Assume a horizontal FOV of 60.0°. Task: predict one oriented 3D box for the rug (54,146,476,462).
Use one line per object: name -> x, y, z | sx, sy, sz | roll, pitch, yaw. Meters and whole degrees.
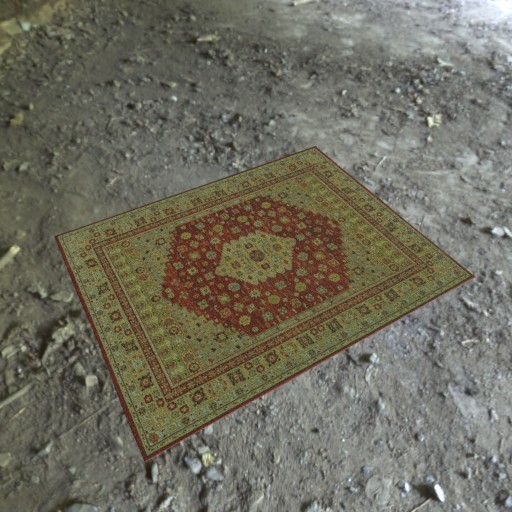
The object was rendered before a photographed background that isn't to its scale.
rug -> 0.000, 0.000, 4.044 | 3.053, 0.013, 2.387 | -23, 51, -20
